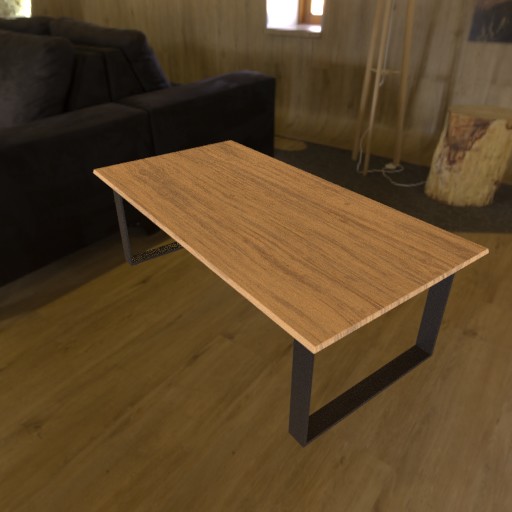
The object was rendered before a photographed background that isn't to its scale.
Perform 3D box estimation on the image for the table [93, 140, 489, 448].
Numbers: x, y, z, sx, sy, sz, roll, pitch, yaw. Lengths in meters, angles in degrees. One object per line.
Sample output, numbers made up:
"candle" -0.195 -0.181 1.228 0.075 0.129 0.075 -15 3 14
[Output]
"table" 0.000 0.000 1.673 0.693 0.445 1.331 -21 37 -31
